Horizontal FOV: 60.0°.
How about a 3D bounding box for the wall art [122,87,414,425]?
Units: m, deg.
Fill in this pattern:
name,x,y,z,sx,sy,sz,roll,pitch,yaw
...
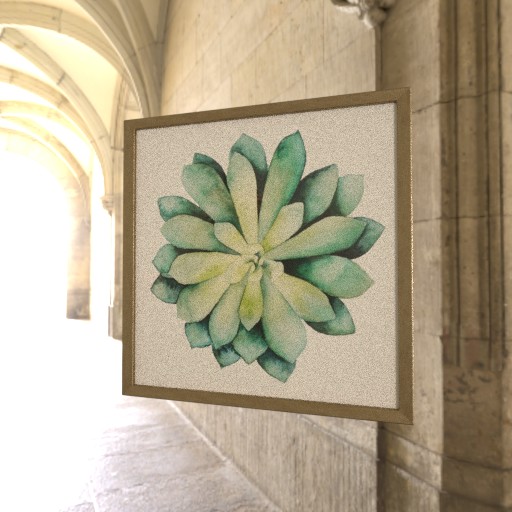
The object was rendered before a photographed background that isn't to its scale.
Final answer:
name,x,y,z,sx,sy,sz,roll,pitch,yaw
wall art,0.000,0.000,0.757,0.503,0.506,0.040,0,-1,18
